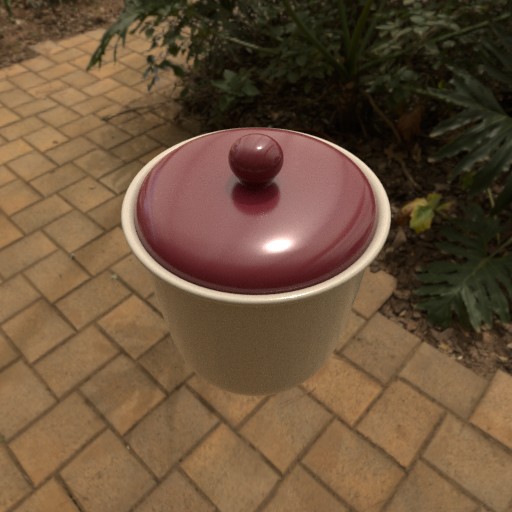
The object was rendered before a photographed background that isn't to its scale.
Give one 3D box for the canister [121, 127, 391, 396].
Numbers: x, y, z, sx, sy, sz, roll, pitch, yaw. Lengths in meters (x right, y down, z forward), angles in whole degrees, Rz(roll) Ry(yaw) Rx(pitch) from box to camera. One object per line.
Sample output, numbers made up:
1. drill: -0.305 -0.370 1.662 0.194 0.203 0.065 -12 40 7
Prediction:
1. canister: 0.000 0.000 0.347 0.182 0.208 0.182 0 47 0
